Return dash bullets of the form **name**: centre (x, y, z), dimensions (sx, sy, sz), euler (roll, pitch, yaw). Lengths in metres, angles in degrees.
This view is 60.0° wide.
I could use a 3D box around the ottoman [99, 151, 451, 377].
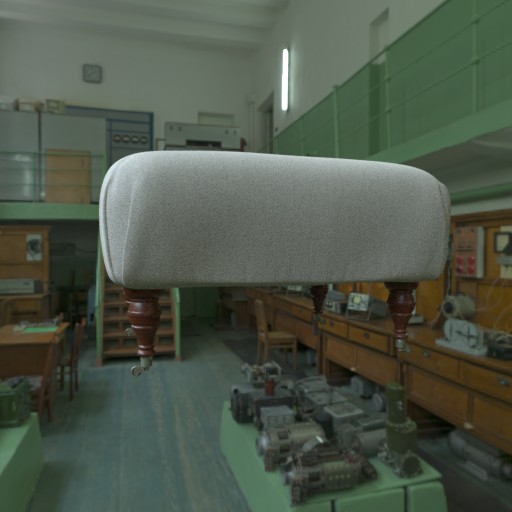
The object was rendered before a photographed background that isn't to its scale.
- **ottoman**: centre (0.000, 0.000, 1.135), dimensions (0.746, 0.450, 0.639), euler (0, 0, -18)
